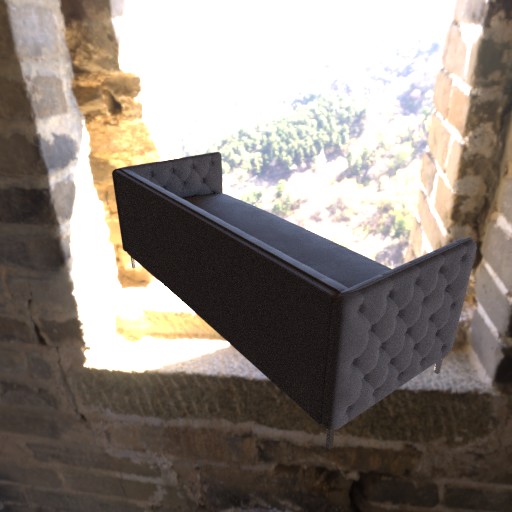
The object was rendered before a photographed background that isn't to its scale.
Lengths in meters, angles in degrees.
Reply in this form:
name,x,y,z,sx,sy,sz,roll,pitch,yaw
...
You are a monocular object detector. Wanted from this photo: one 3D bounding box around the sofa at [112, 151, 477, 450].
name,x,y,z,sx,sy,sz,roll,pitch,yaw
sofa,0.000,0.000,2.678,0.895,0.771,2.209,-18,32,-33
